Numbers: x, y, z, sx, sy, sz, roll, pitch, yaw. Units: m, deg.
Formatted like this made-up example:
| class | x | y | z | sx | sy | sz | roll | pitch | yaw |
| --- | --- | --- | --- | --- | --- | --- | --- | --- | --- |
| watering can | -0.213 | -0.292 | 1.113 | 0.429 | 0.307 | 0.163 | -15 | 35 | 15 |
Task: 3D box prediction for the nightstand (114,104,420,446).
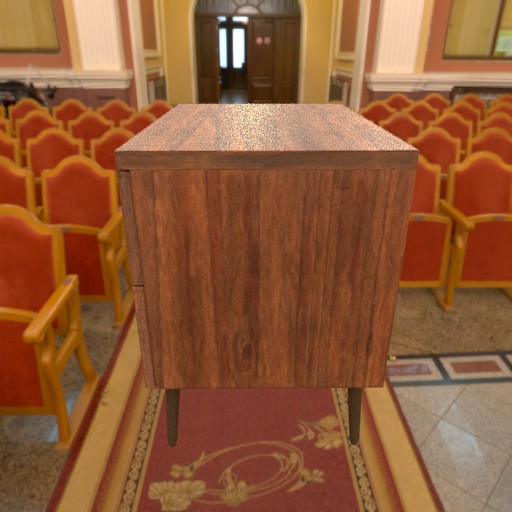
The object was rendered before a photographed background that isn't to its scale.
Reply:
| class | x | y | z | sx | sy | sz | roll | pitch | yaw |
| --- | --- | --- | --- | --- | --- | --- | --- | --- | --- |
| nightstand | 0.000 | 0.000 | 1.030 | 0.458 | 0.610 | 0.610 | 0 | 25 | 0 |
